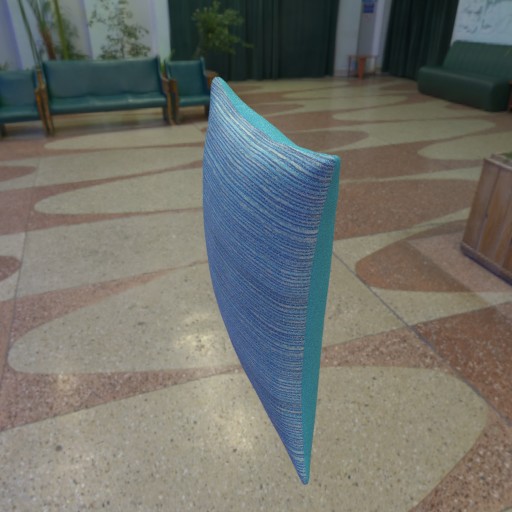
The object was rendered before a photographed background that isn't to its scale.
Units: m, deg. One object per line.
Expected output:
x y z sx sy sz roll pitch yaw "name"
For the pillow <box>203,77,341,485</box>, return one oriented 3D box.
0.000 0.000 0.742 0.150 0.497 0.514 -8 31 -15 "pillow"
